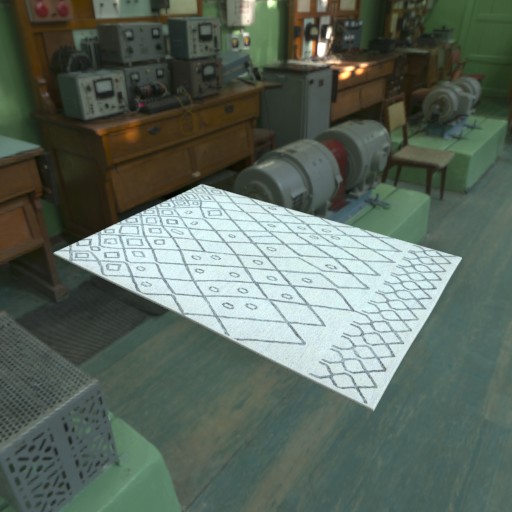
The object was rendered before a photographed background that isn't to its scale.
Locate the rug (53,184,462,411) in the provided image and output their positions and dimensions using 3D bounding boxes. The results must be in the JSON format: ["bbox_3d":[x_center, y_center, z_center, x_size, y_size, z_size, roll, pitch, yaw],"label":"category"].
[{"bbox_3d":[0.000,0.000,2.379,1.828,0.015,1.222,20,36,30],"label":"rug"}]
